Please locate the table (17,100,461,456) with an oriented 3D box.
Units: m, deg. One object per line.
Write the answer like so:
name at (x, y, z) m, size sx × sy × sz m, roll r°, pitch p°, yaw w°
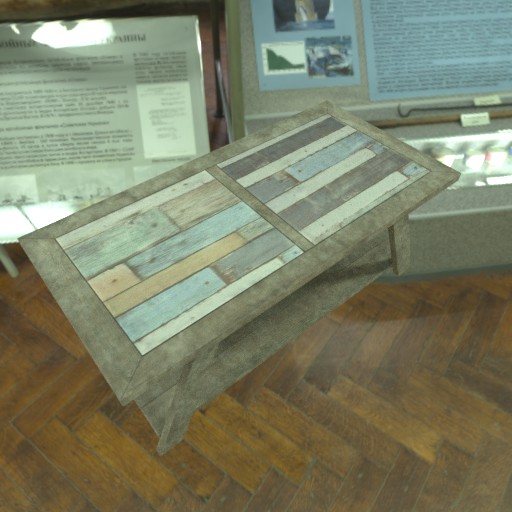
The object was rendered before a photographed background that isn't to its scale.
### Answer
table at (0.000, 0.000, 1.507) m, size 1.219 × 0.470 × 0.610 m, roll -31°, pitch 55°, yaw -25°
